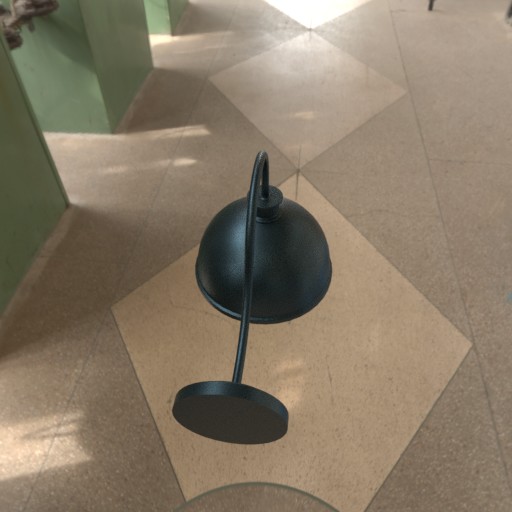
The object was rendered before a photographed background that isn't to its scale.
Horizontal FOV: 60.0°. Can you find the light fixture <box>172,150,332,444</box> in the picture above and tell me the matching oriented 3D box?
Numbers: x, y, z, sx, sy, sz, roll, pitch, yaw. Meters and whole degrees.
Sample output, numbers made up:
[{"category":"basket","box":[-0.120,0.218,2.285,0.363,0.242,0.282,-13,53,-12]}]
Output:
[{"category":"light fixture","box":[0.000,0.000,0.648,0.253,0.295,0.467,6,47,5]}]
